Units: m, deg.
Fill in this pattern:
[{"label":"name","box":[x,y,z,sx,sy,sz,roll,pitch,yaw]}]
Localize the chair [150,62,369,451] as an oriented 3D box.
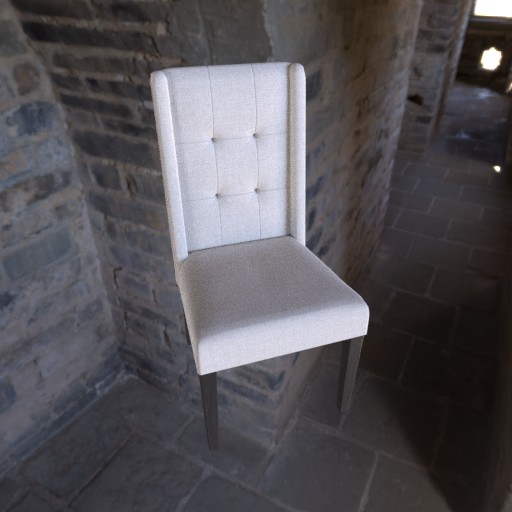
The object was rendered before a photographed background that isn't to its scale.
[{"label":"chair","box":[0.000,0.000,1.288,0.474,0.961,0.523,-10,34,-16]}]
